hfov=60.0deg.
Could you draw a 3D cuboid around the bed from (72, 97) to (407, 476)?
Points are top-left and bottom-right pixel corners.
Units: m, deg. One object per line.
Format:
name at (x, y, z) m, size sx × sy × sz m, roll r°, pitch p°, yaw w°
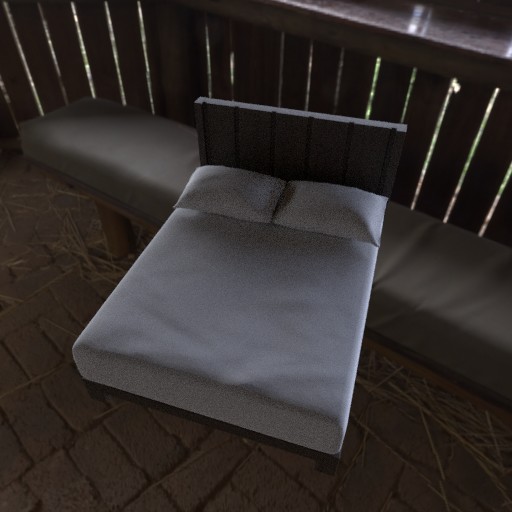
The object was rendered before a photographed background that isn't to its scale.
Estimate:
bed at (0.000, 0.000, 3.252) m, size 1.727 × 1.270 × 2.242 m, roll 12°, pitch 44°, yaw 13°
